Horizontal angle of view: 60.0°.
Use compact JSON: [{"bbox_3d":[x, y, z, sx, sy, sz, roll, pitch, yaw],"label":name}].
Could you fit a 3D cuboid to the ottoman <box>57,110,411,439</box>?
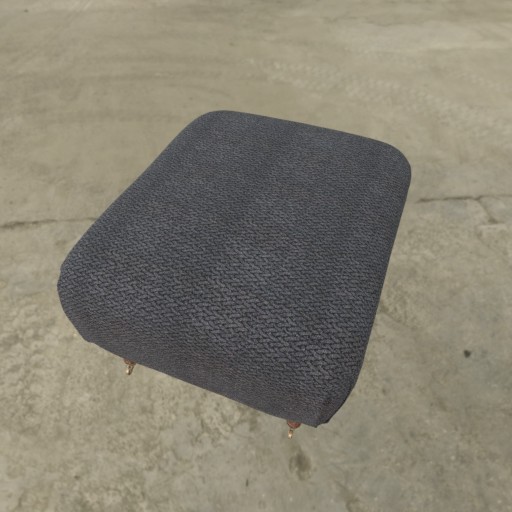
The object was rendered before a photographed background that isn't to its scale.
[{"bbox_3d":[0.000,0.000,1.112,0.622,0.450,0.747,16,49,15],"label":"ottoman"}]
